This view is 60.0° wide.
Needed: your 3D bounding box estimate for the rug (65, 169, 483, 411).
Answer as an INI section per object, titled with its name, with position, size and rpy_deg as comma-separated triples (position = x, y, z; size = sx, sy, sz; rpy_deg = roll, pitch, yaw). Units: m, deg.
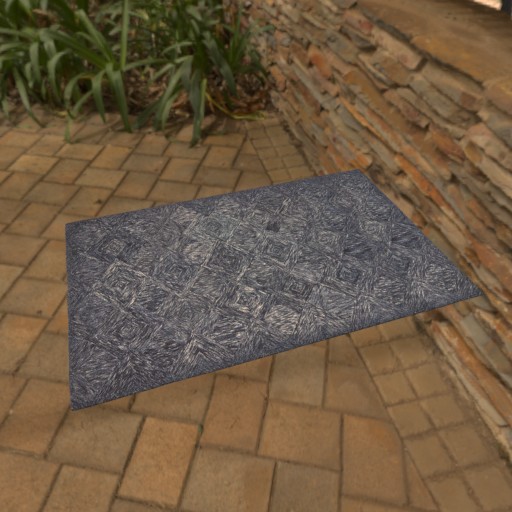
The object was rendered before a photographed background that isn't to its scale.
[rug]
position = 0.000, 0.000, 2.156
size = 1.754, 0.010, 1.139
rpy_deg = -13, 43, -14
